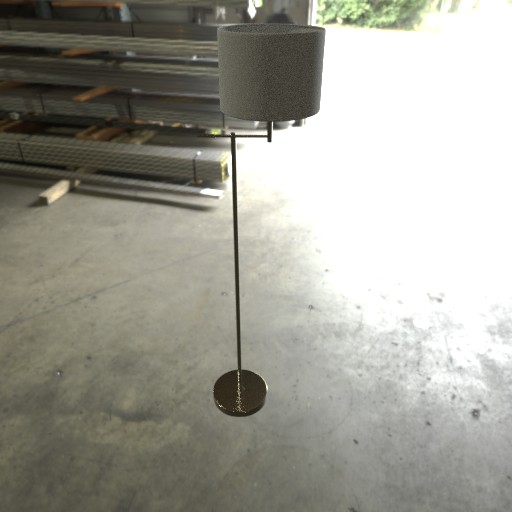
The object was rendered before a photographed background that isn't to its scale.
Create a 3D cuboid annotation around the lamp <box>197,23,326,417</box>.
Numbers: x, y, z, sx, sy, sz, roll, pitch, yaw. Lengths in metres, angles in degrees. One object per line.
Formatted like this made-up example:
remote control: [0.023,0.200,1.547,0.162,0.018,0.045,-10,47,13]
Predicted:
lamp: [0.000,0.000,1.743,0.416,1.600,0.324,0,32,0]
